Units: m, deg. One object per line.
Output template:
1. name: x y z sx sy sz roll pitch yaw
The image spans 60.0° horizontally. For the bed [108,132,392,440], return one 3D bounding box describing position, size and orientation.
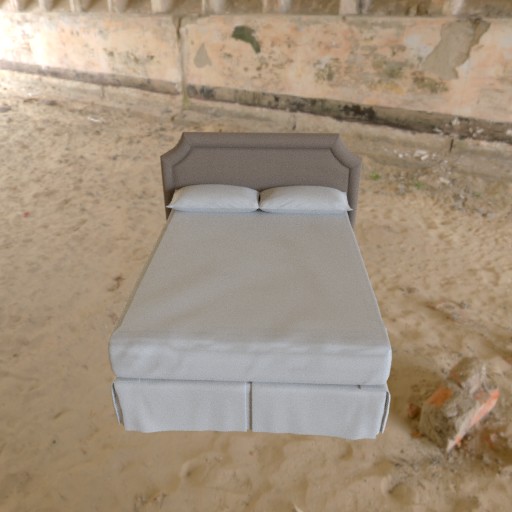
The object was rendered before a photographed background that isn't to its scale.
1. bed: 0.000 0.000 3.306 1.828 1.303 2.164 1 30 2
